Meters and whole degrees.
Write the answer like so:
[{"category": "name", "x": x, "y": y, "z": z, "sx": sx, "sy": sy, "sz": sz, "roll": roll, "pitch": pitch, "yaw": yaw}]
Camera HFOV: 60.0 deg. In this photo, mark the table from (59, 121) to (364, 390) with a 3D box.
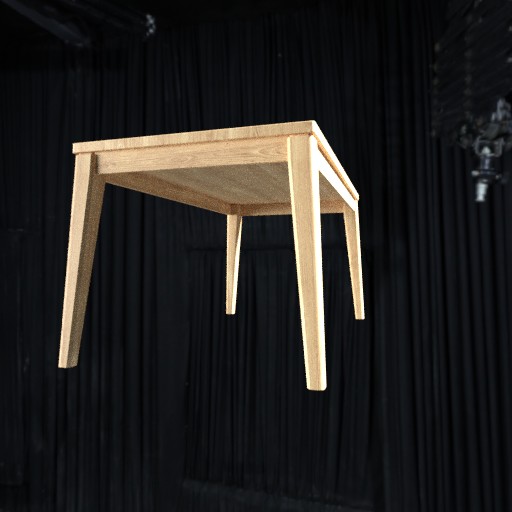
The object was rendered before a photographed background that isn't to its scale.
[{"category": "table", "x": 0.000, "y": 0.000, "z": 2.124, "sx": 0.900, "sy": 0.760, "sz": 1.600, "roll": 0, "pitch": -1, "yaw": 18}]
